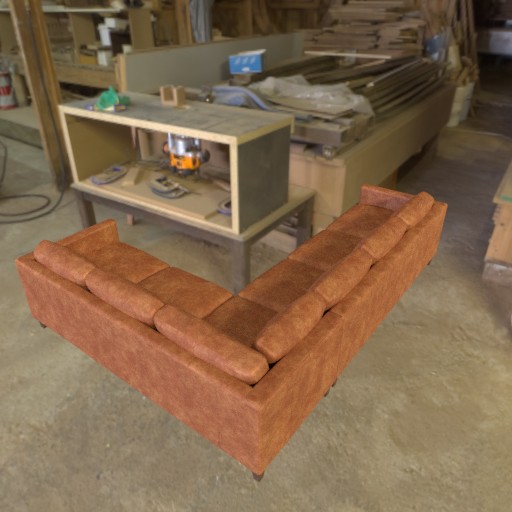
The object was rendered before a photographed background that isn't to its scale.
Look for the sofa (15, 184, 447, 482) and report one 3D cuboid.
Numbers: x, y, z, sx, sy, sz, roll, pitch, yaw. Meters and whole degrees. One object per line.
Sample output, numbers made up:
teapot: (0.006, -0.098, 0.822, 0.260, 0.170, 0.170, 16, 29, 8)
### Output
sofa: (0.000, 0.000, 4.084, 2.438, 0.838, 3.167, 21, 37, 31)
